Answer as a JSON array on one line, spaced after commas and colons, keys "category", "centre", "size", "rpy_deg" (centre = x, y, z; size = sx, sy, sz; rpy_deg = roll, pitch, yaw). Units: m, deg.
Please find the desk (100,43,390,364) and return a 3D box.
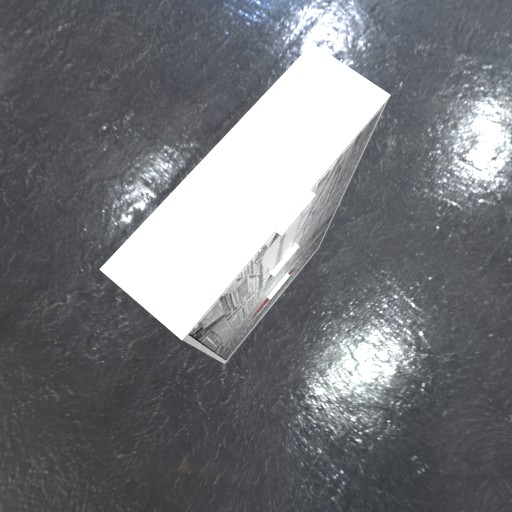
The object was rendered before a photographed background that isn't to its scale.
[{"category": "desk", "centre": [0.000, 0.000, 1.620], "size": [0.250, 1.280, 0.750], "rpy_deg": [38, 78, 10]}]
